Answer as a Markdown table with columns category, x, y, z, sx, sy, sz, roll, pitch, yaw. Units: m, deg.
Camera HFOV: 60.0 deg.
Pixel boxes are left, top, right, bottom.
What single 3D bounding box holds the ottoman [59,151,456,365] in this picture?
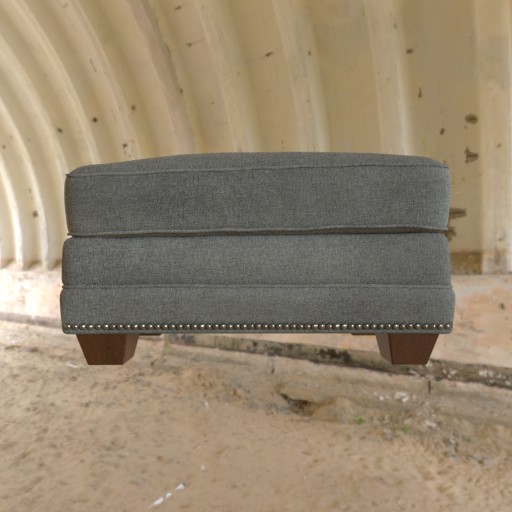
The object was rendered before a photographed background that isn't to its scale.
| category | x | y | z | sx | sy | sz | roll | pitch | yaw |
| --- | --- | --- | --- | --- | --- | --- | --- | --- | --- |
| ottoman | 0.000 | 0.000 | 1.143 | 0.813 | 0.457 | 0.561 | 0 | -1 | 0 |
